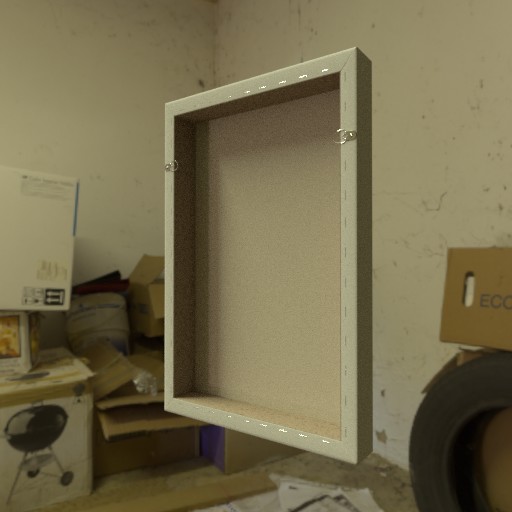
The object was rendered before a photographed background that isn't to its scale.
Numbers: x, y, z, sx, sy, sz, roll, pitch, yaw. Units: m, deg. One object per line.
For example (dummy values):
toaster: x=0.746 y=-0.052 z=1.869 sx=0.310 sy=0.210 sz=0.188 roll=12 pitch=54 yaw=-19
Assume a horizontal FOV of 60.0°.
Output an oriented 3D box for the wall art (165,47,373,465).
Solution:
wall art: x=0.000 y=0.000 z=0.491 sx=0.252 sy=0.381 sz=0.039 roll=0 pitch=-1 yaw=36
